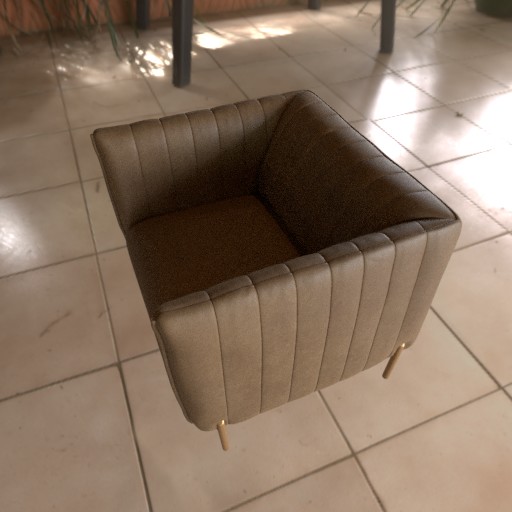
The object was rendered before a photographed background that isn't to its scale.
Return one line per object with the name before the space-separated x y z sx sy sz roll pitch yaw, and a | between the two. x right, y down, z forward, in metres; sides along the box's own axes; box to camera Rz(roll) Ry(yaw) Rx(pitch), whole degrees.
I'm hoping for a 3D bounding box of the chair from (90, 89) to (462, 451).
chair | 0.000 0.000 1.629 0.876 0.779 0.981 -17 47 -16
